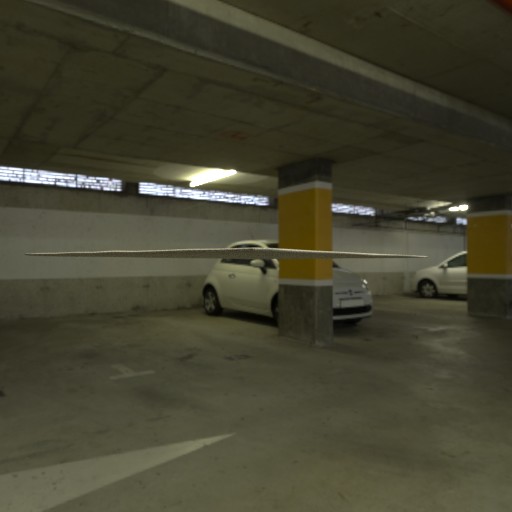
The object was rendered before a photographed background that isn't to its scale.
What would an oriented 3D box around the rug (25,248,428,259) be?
[{"bbox_3d":[0.000,0.000,4.417,2.436,0.026,3.381,-1,-1,36],"label":"rug"}]
